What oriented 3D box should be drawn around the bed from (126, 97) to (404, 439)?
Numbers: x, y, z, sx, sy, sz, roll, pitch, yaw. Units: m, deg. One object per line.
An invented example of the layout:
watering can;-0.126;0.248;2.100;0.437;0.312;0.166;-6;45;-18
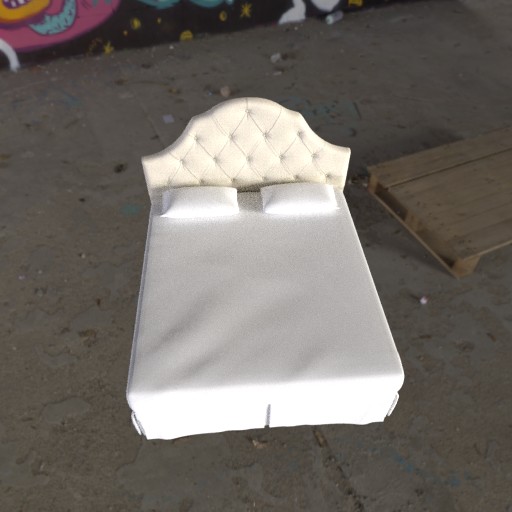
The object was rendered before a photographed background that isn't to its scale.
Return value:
bed;0.000;0.000;3.588;2.008;1.615;2.214;-3;46;-3
